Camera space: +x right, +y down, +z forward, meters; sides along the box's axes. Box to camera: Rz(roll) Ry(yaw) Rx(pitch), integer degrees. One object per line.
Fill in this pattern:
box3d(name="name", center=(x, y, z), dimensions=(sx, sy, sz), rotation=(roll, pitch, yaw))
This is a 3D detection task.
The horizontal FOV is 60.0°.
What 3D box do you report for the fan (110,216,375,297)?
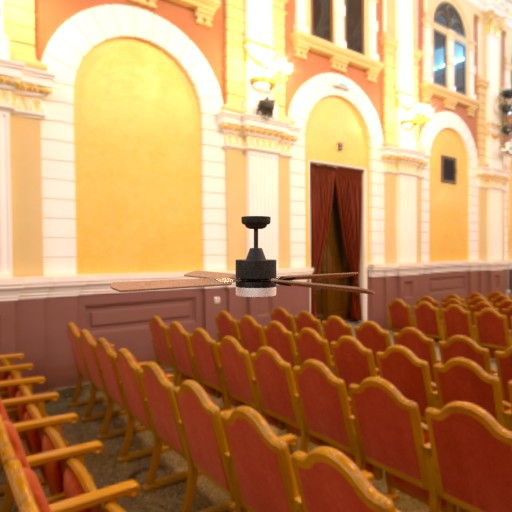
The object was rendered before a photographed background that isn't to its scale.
box3d(name="fan", center=(0.000, 0.000, 2.020), dimensions=(1.320, 0.355, 1.320), rotation=(-1, 1, -36))
